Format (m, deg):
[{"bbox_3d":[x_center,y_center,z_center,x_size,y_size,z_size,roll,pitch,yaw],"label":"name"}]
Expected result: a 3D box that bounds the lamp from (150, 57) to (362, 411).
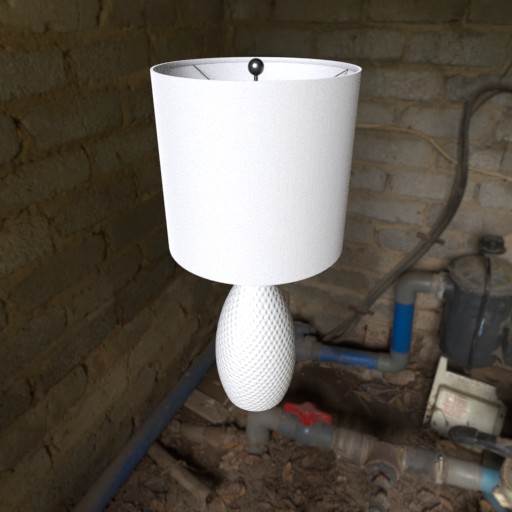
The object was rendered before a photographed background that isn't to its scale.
[{"bbox_3d":[0.000,0.000,0.569,0.214,0.466,0.214,-8,30,-14],"label":"lamp"}]
